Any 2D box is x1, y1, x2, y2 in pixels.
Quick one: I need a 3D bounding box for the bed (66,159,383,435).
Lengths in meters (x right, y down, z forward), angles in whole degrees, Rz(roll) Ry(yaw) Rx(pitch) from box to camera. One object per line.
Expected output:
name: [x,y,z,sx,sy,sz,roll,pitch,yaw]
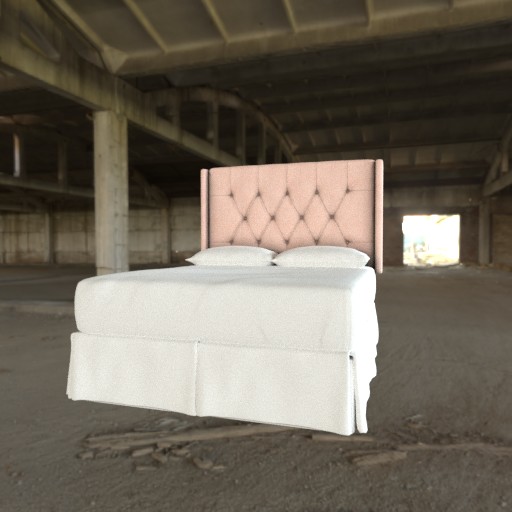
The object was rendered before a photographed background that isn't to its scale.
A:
bed: [0.000,0.000,3.237,1.719,1.665,2.066,0,2,18]
